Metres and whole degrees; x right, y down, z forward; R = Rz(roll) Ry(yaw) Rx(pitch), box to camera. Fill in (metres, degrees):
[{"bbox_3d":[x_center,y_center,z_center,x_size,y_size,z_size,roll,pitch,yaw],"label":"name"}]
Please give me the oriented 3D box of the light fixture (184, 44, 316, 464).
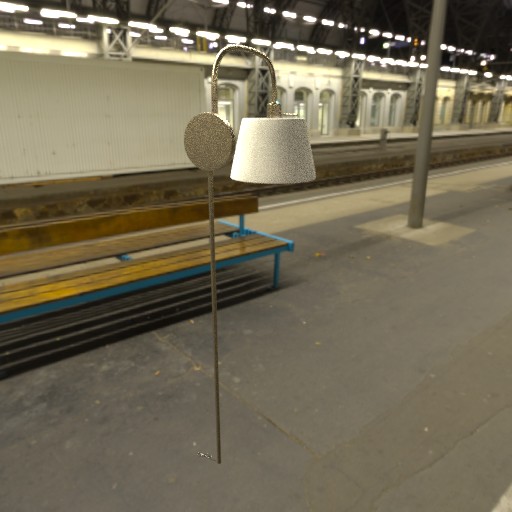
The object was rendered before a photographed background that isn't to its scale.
[{"bbox_3d":[0.000,0.000,0.468,0.092,0.399,0.176,9,20,25],"label":"light fixture"}]
